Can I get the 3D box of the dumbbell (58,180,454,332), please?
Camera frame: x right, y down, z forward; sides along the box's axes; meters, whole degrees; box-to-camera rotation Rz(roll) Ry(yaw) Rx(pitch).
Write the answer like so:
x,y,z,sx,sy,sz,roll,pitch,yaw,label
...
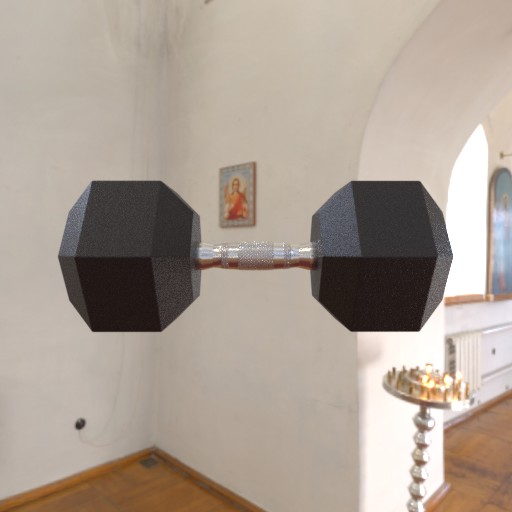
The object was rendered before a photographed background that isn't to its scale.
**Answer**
x,y,z,sx,sy,sz,roll,pitch,yaw,label
0.000,0.000,0.340,0.271,0.106,0.122,0,1,0,dumbbell
